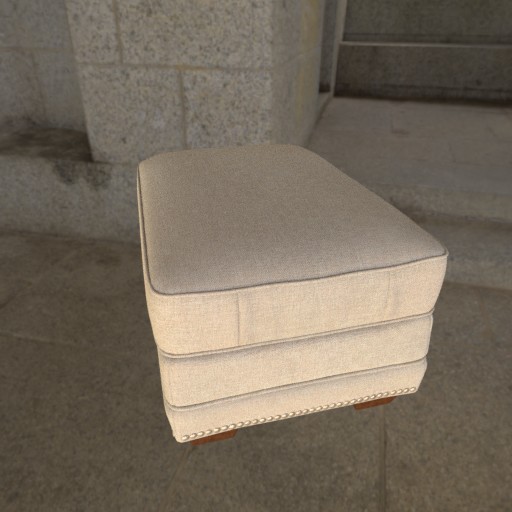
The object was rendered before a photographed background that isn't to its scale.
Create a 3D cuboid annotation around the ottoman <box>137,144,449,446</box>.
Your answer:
[{"bbox_3d":[0.000,0.000,1.151,0.559,0.458,0.813,-7,30,-13],"label":"ottoman"}]
